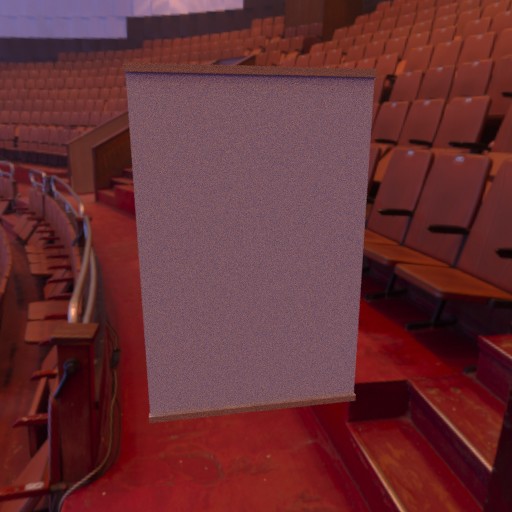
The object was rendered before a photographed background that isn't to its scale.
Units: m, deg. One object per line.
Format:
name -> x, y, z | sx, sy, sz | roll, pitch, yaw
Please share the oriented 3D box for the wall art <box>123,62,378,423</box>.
wall art -> 0.000, 0.000, 1.915 | 0.990, 1.519, 0.030 | -3, 16, -10
